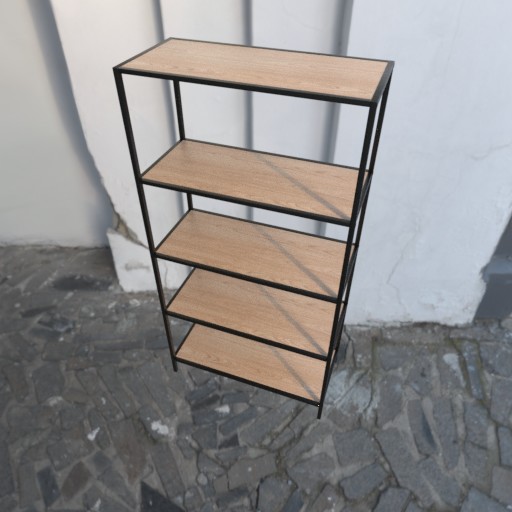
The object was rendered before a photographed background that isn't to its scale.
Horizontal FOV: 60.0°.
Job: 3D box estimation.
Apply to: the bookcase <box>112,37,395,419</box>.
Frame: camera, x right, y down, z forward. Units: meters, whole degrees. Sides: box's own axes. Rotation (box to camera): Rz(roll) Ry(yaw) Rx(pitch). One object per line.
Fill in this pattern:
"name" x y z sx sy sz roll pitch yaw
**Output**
"bookcase" 0.000 0.000 1.806 0.770 1.500 0.350 13 42 15
